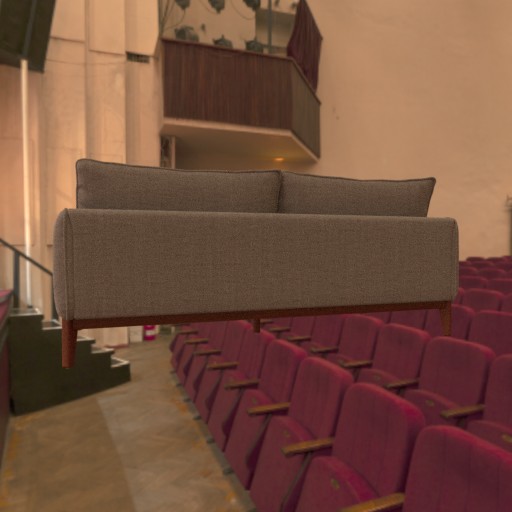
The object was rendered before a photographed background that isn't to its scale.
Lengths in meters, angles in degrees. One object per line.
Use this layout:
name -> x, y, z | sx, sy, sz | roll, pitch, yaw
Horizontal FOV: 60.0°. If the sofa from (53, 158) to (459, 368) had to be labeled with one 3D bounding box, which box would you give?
sofa -> 0.000, 0.000, 2.450 | 1.989, 0.851, 0.972 | -1, 2, -19
